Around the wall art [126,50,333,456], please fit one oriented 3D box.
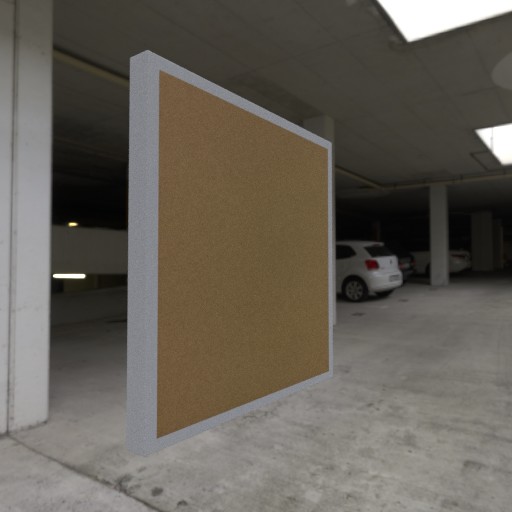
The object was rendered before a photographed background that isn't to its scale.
[{"bbox_3d":[0.000,0.000,0.767,0.035,0.507,0.508,-1,-2,36],"label":"wall art"}]
